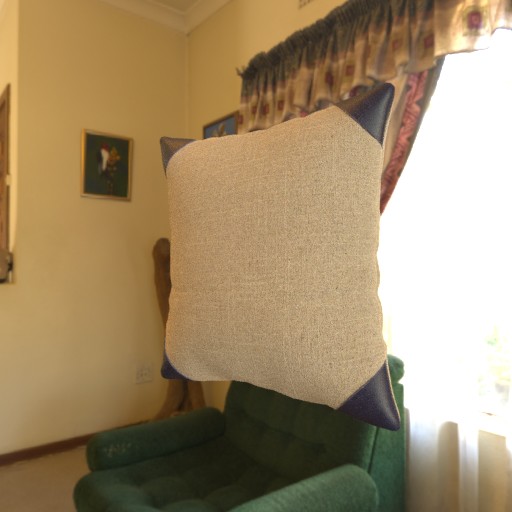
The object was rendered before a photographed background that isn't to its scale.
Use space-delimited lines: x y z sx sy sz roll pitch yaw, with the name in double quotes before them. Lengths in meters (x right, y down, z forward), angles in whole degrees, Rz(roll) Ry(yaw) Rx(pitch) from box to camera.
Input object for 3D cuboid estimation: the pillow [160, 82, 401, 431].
"pillow" 0.000 0.000 0.681 0.440 0.441 0.147 -1 -1 35
